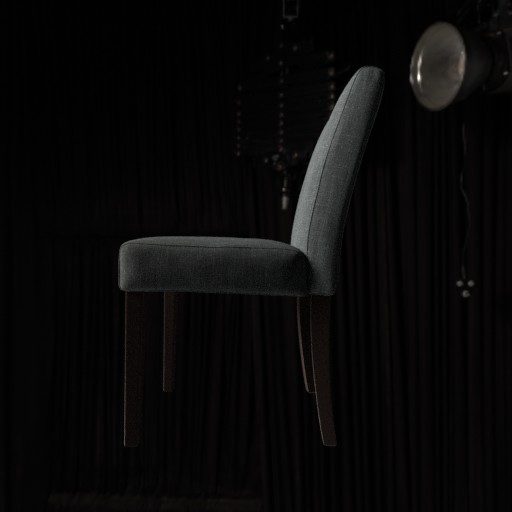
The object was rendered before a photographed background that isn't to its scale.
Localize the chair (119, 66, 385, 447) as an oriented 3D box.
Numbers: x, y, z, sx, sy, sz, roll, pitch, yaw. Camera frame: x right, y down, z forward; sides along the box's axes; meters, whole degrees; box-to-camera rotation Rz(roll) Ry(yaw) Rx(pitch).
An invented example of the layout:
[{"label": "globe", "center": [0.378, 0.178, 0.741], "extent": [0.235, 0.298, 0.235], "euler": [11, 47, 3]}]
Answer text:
[{"label": "chair", "center": [0.000, 0.000, 1.236], "extent": [0.629, 0.884, 0.487], "euler": [0, 1, 1]}]
